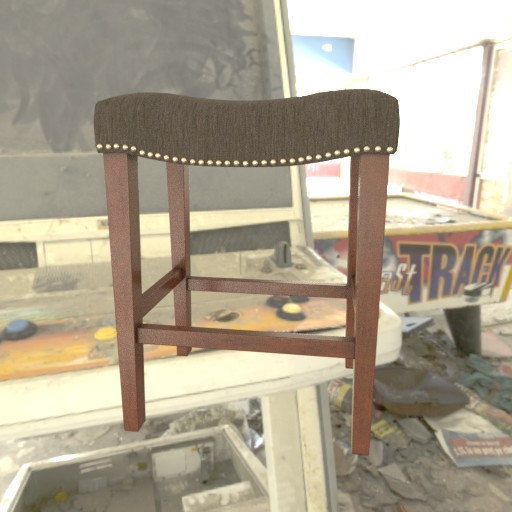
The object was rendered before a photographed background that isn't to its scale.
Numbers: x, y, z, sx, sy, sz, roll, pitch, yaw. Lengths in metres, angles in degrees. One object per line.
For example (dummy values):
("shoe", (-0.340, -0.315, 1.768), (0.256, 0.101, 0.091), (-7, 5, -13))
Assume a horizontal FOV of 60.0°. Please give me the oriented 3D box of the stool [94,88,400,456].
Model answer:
("stool", (0.000, 0.000, 0.945), (0.504, 0.654, 0.372), (2, 15, 9))
